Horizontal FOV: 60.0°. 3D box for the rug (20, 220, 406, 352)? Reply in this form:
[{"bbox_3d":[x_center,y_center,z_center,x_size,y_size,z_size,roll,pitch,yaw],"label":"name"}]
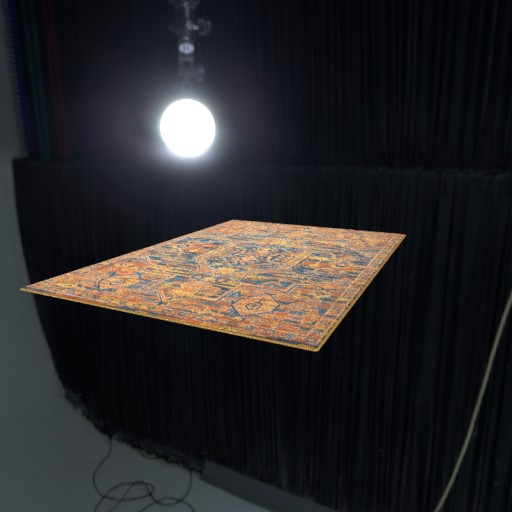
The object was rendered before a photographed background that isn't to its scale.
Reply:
[{"bbox_3d":[0.000,0.000,3.752,2.043,0.019,2.916,7,16,25],"label":"rug"}]
